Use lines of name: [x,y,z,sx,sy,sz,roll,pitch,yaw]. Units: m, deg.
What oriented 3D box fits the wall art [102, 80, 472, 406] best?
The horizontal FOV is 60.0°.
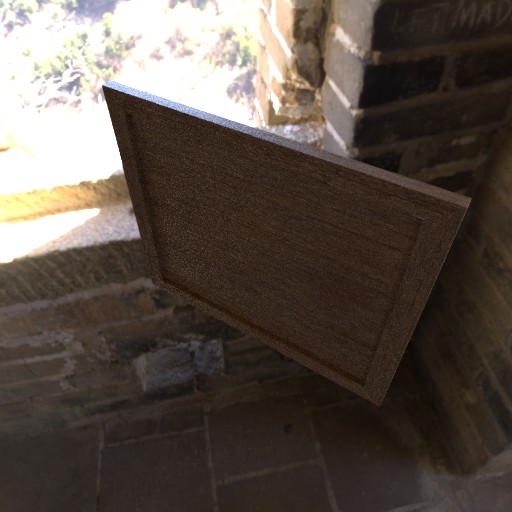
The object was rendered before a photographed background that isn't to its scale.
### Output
wall art: [0.000,0.000,0.944,0.690,0.588,0.026,25,51,22]
